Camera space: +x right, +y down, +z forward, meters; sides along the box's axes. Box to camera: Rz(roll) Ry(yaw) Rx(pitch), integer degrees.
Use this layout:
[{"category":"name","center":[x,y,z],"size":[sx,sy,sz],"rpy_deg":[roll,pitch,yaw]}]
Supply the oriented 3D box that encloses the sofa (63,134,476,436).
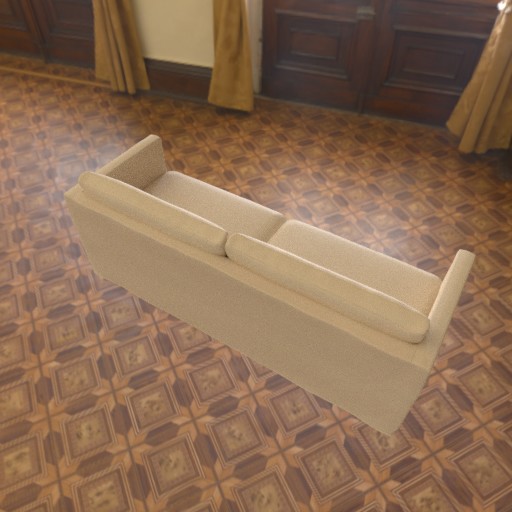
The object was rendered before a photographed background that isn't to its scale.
[{"category":"sofa","center":[0.000,0.000,3.304],"size":[2.779,0.999,1.036],"rpy_deg":[24,51,21]}]
